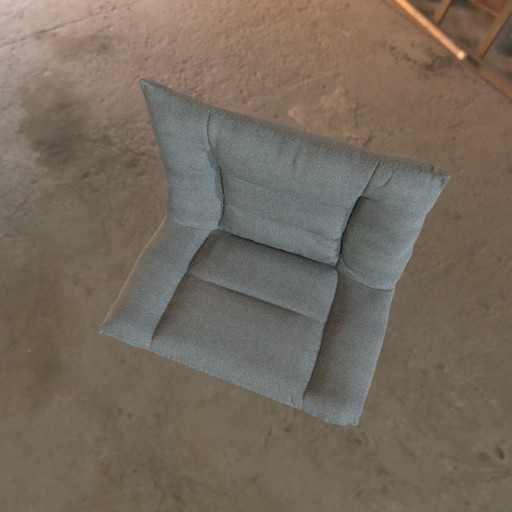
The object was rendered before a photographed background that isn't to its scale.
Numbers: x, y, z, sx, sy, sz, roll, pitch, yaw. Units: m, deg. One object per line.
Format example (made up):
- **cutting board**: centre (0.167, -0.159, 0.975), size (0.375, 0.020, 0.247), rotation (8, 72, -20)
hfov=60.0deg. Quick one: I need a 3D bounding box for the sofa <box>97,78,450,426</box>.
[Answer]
- **sofa**: centre (0.000, 0.000, 1.685), size (1.144, 0.795, 0.847), rotation (18, 62, 10)
